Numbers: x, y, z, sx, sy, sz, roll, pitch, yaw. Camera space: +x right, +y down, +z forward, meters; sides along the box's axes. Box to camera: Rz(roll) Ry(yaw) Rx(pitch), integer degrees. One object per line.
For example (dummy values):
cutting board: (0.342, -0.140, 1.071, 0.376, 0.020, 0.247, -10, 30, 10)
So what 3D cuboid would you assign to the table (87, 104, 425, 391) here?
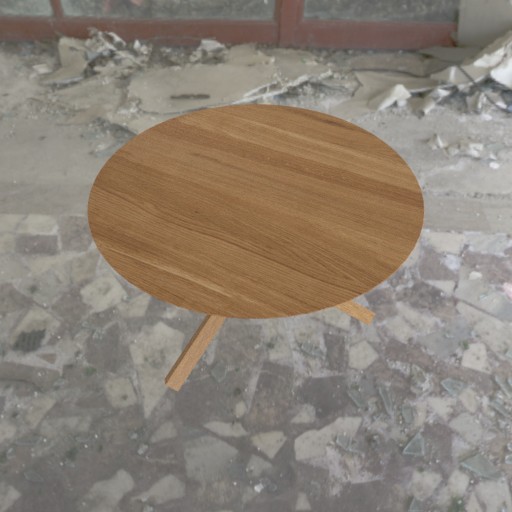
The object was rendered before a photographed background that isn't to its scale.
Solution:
table: (0.000, 0.000, 1.651, 1.038, 0.666, 1.038, 0, 47, 0)
